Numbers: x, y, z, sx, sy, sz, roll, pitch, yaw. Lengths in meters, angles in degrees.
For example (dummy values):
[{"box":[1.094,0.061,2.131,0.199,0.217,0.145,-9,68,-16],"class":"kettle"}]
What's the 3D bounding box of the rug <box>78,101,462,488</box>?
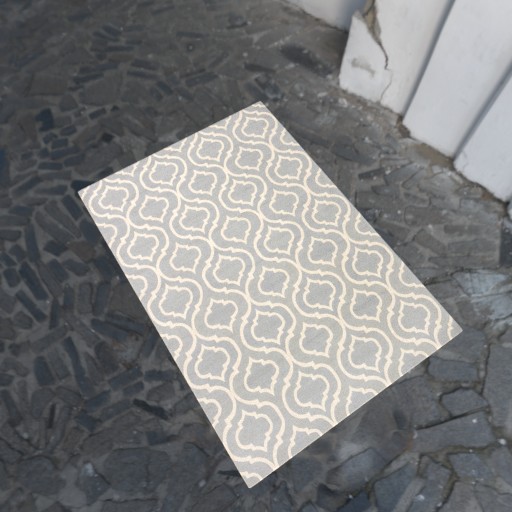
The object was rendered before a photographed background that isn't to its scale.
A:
[{"box":[0.000,0.000,2.722,1.451,0.010,2.080,-31,68,-14],"class":"rug"}]
